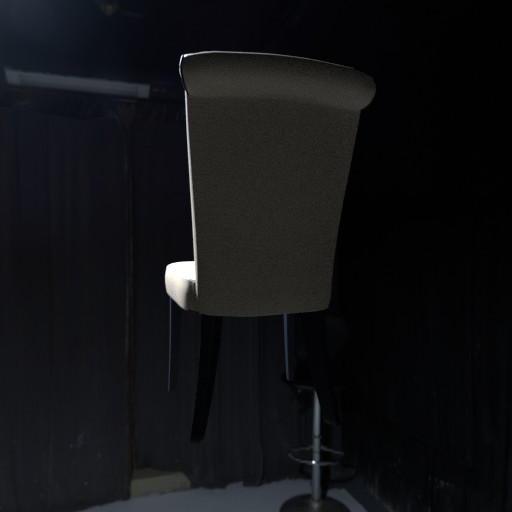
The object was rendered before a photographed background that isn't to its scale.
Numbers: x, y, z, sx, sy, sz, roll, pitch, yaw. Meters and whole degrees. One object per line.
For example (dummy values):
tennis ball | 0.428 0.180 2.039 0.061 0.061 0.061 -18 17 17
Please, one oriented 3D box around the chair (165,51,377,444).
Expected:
chair | 0.000 0.000 1.370 0.522 0.997 0.623 -1 2 -16
